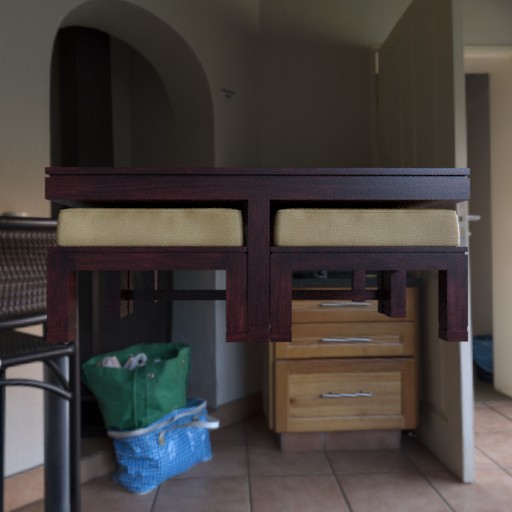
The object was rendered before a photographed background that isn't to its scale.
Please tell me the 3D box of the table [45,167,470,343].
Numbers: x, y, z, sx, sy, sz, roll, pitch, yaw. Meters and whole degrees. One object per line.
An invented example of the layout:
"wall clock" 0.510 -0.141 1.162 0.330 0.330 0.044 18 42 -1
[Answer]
"table" 0.000 0.000 1.333 0.865 0.356 0.865 0 0 -1
